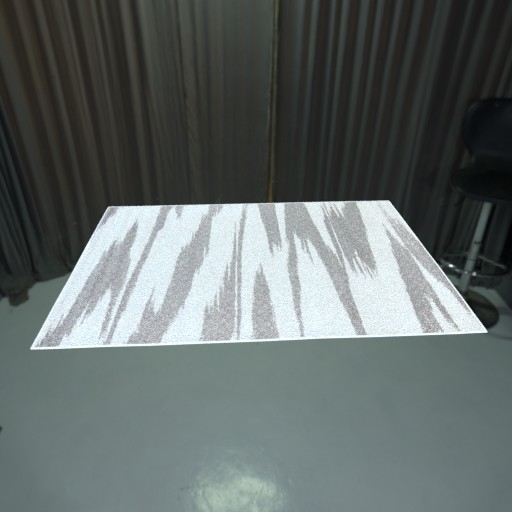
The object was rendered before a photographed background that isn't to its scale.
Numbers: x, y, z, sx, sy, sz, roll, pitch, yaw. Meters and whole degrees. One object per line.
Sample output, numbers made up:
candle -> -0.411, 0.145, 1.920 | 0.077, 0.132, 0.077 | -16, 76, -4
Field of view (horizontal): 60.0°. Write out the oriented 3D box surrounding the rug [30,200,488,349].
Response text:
rug -> 0.000, 0.000, 2.716 | 2.142, 0.010, 1.533 | -2, 31, -3
